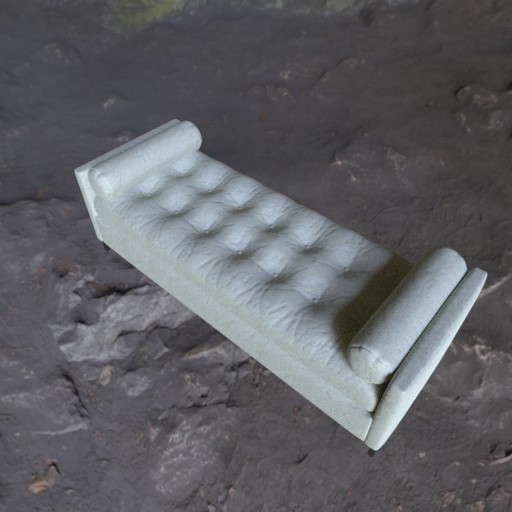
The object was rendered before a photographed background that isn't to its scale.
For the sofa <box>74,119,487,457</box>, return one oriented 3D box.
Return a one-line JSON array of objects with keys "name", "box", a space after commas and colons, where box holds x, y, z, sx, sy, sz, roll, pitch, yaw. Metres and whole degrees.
[{"name": "sofa", "box": [0.000, 0.000, 2.446, 2.102, 0.705, 0.796, 32, 54, 27]}]
